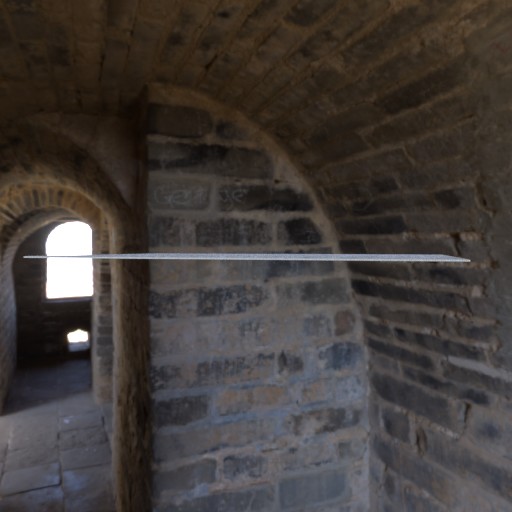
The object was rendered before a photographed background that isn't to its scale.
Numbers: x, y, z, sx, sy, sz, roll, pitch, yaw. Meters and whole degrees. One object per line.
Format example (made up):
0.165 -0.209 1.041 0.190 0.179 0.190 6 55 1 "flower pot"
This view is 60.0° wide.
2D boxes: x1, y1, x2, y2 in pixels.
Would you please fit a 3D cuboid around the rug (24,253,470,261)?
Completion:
0.000 0.000 2.982 2.430 0.010 1.515 0 1 19 "rug"
